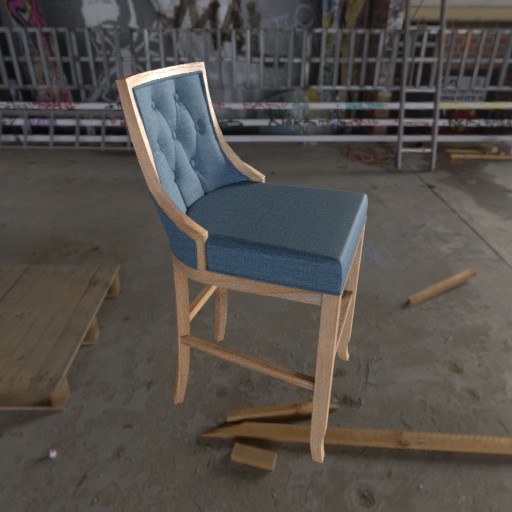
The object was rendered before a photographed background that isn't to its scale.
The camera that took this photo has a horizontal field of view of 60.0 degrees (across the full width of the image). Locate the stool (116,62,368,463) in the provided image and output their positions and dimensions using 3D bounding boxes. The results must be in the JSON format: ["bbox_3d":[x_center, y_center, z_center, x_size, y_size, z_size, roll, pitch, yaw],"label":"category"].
[{"bbox_3d":[0.000,0.000,1.430,0.626,1.101,0.524,10,30,17],"label":"stool"}]
